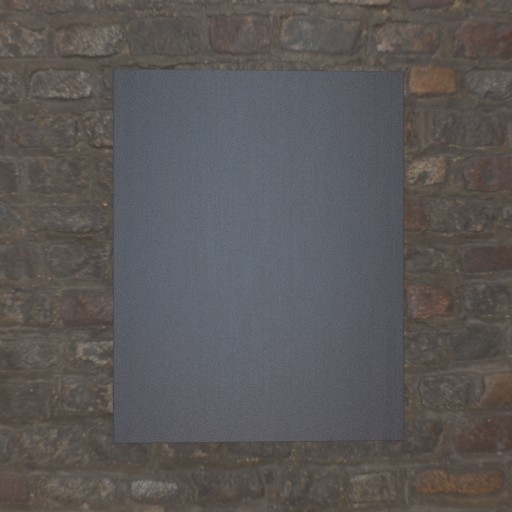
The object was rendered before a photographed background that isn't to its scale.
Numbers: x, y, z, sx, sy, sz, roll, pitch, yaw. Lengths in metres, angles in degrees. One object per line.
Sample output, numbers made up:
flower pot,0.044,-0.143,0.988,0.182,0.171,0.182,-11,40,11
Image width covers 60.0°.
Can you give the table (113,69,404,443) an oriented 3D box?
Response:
table,0.000,0.000,0.889,0.381,0.635,0.480,0,90,-1
